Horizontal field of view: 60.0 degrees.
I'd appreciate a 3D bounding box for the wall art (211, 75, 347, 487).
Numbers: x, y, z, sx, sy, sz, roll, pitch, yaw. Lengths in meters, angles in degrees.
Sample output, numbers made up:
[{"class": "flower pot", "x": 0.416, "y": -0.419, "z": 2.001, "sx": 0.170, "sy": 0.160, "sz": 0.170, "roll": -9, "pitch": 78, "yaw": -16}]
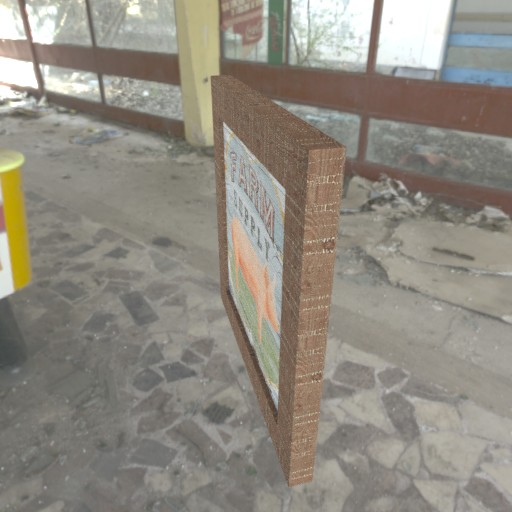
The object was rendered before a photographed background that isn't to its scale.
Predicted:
[{"class": "wall art", "x": 0.000, "y": 0.000, "z": 0.785, "sx": 0.040, "sy": 0.531, "sz": 0.531, "roll": -8, "pitch": 30, "yaw": -13}]
